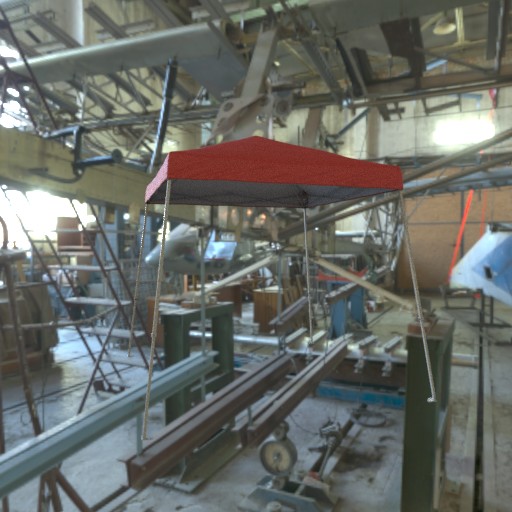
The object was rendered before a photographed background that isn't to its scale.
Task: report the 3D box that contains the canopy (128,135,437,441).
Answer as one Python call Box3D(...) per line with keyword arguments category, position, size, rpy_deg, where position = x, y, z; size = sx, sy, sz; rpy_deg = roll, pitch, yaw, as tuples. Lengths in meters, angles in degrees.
Box3D(category="canopy", position=(0.000, 0.000, 6.669), size=(3.600, 3.600, 3.599), rpy_deg=(0, 1, -18))
